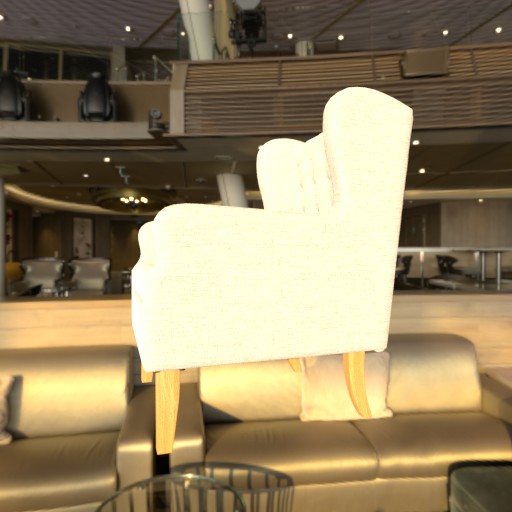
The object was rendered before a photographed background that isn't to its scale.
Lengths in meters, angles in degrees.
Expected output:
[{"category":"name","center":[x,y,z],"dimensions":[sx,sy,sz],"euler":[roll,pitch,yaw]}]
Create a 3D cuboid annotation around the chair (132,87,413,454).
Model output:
[{"category":"chair","center":[0.000,0.000,1.451],"dimensions":[0.760,0.930,0.710],"euler":[0,1,-18]}]
